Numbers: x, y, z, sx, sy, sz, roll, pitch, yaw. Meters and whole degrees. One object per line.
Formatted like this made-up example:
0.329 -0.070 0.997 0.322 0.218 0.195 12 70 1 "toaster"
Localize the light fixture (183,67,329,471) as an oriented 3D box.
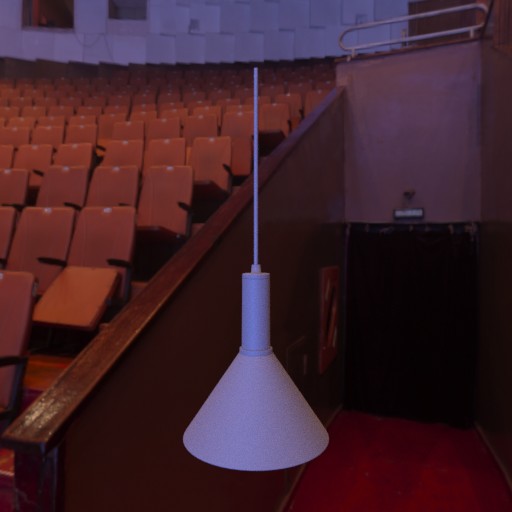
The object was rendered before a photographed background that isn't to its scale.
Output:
0.000 0.000 0.815 0.267 0.683 0.267 0 1 18 "light fixture"
